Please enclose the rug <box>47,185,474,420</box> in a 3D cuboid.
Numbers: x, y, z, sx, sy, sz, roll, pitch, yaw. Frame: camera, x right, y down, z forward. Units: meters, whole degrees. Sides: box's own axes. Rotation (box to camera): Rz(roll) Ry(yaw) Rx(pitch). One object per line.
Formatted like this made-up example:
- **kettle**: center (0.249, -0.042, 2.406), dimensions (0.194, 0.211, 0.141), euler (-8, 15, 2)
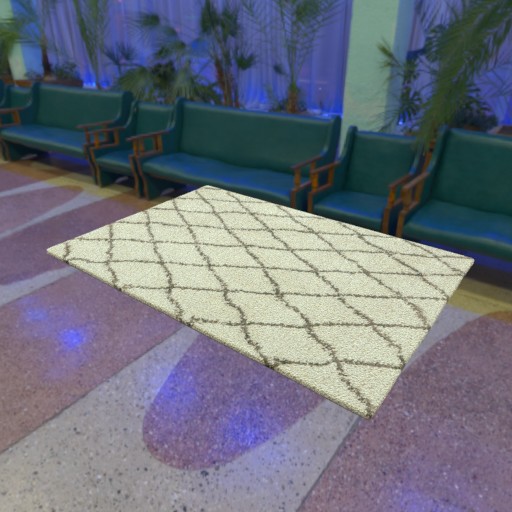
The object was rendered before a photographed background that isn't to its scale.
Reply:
- **rug**: center (0.000, 0.000, 2.222), dimensions (1.778, 0.030, 1.219), euler (20, 34, 32)
